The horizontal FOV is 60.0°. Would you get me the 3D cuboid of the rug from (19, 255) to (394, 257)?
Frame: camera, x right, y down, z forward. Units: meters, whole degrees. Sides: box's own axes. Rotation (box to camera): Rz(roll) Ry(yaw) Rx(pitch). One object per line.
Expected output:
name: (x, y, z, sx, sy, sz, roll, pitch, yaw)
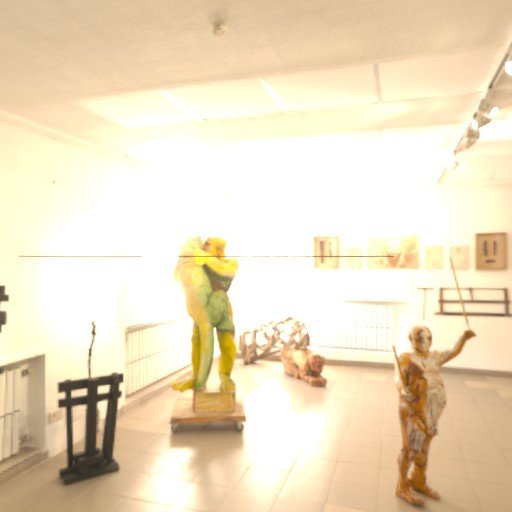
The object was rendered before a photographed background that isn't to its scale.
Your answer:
rug: (0.000, 0.000, 4.089, 2.436, 0.011, 3.045, 0, 0, 17)
